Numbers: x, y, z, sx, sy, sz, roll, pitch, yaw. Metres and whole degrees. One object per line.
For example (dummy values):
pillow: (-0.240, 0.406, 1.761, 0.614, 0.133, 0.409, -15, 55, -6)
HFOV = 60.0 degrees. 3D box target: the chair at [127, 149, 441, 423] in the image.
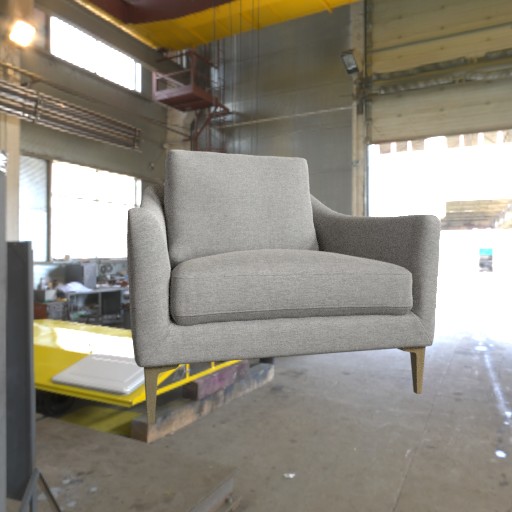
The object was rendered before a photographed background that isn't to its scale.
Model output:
chair: (0.000, 0.000, 1.737, 0.986, 0.902, 0.961, 0, 0, -17)
